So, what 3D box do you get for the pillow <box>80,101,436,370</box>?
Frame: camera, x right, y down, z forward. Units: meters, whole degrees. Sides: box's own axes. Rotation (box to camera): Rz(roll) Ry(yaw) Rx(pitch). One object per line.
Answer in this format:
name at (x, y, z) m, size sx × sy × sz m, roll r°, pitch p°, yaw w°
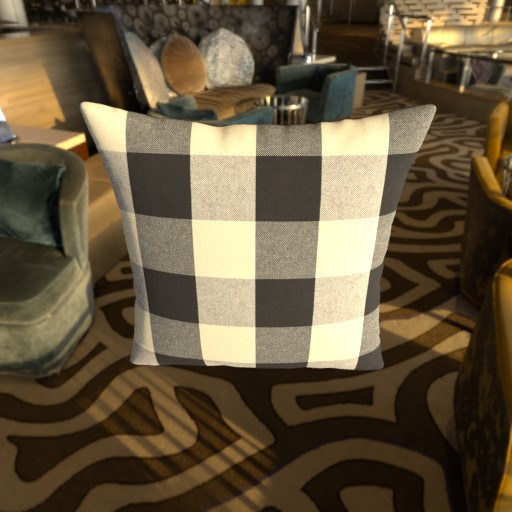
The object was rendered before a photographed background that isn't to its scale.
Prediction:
pillow at (0.000, 0.000, 0.763) m, size 0.511 × 0.509 × 0.161 m, roll 1°, pitch 31°, yaw 2°
